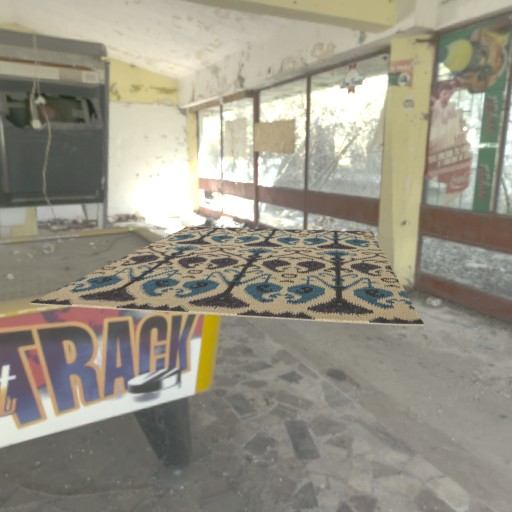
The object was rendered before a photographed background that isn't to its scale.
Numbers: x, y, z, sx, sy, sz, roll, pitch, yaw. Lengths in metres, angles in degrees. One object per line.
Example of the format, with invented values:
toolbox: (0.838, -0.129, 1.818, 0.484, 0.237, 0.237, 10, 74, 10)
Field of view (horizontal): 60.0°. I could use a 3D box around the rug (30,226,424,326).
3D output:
rug: (0.000, 0.000, 4.211, 2.443, 0.024, 3.228, 2, 13, 9)
